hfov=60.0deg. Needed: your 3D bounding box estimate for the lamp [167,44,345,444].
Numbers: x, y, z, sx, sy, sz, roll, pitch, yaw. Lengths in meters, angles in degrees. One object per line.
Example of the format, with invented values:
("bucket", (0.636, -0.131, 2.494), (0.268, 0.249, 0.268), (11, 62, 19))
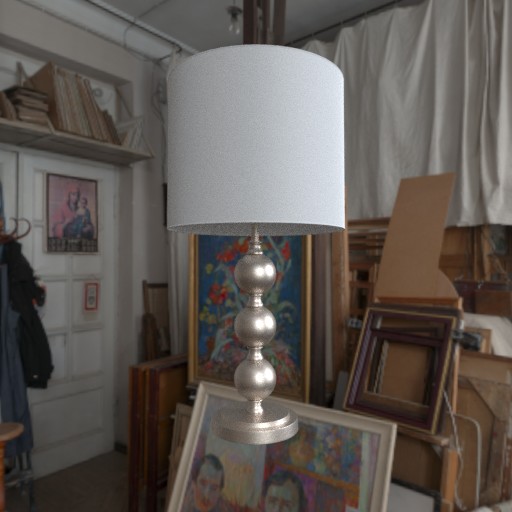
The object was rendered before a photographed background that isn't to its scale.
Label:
("lamp", (0.000, 0.000, 0.701), (0.277, 0.538, 0.277), (0, -1, 0))
